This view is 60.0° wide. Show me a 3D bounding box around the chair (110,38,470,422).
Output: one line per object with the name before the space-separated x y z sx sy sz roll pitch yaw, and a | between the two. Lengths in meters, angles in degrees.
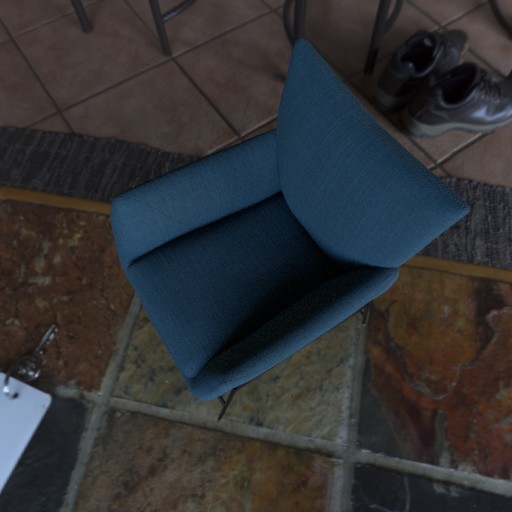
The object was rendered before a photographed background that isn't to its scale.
chair | 0.000 0.000 1.415 0.769 0.859 0.678 -30 68 -13
